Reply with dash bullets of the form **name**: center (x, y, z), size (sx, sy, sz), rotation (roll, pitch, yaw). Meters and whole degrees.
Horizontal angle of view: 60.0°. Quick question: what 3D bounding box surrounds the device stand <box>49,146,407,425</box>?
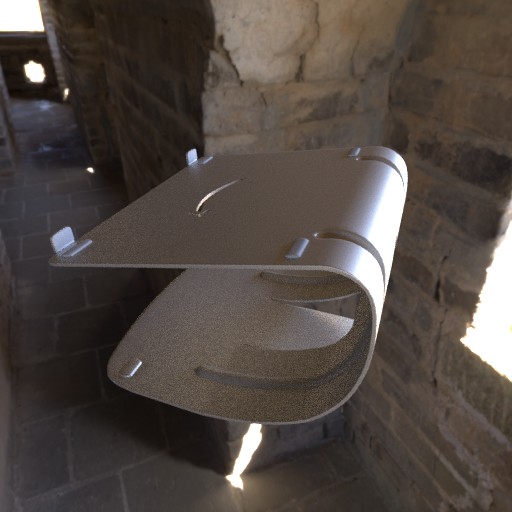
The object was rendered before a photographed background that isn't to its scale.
- **device stand**: center (0.000, 0.000, 0.405), size (0.236, 0.155, 0.256), rotation (11, 32, 17)
